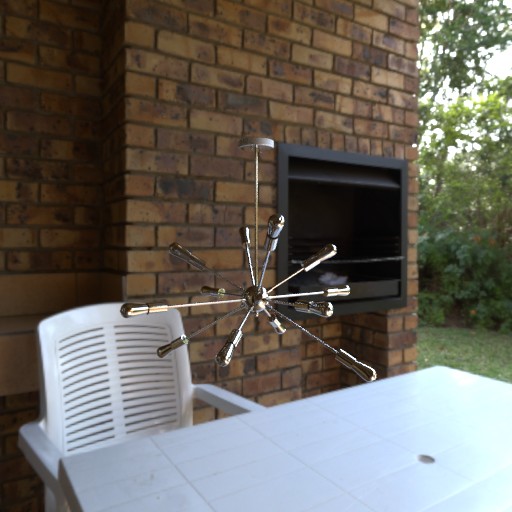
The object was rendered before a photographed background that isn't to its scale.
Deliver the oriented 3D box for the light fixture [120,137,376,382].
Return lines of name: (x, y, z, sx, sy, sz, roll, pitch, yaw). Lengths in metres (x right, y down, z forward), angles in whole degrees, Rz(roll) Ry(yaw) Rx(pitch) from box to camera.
light fixture: (0.000, 0.000, 1.090, 0.684, 0.558, 0.509, -1, 2, -38)
